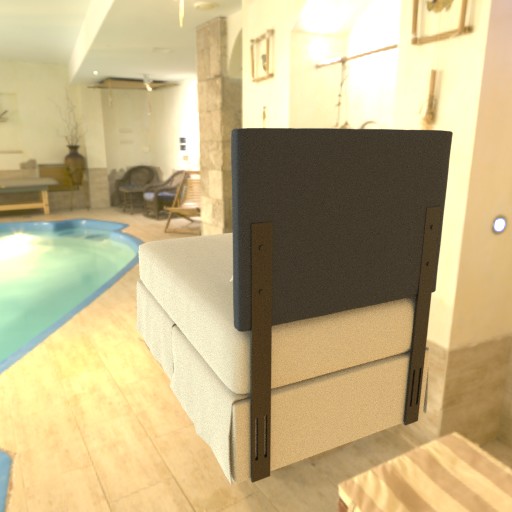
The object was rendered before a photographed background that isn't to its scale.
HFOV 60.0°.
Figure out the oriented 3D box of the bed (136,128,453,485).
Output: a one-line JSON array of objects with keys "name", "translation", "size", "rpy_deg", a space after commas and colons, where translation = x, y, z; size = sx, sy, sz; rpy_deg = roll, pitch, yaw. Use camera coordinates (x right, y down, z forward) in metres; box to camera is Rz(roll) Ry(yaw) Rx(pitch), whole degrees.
[{"name": "bed", "translation": [0.000, 0.000, 2.912], "size": [1.261, 1.571, 1.997], "rpy_deg": [-7, 16, -26]}]
